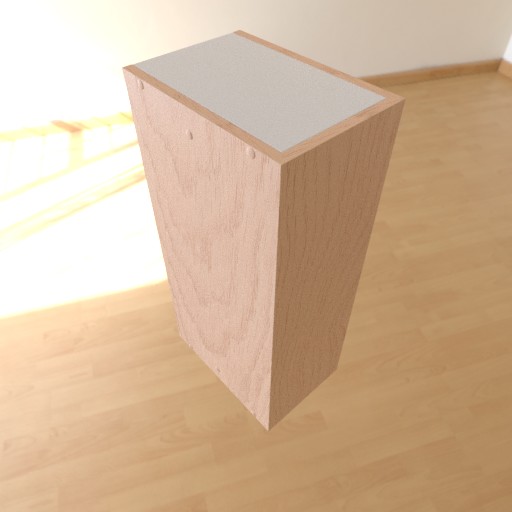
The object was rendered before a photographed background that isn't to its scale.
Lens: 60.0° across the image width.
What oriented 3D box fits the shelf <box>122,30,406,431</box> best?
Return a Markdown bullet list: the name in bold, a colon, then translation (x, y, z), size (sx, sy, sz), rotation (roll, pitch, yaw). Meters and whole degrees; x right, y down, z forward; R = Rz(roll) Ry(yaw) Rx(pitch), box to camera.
- **shelf**: translation (0.000, 0.000, 0.748), size (0.200, 0.600, 0.290), rotation (-33, 54, -28)
